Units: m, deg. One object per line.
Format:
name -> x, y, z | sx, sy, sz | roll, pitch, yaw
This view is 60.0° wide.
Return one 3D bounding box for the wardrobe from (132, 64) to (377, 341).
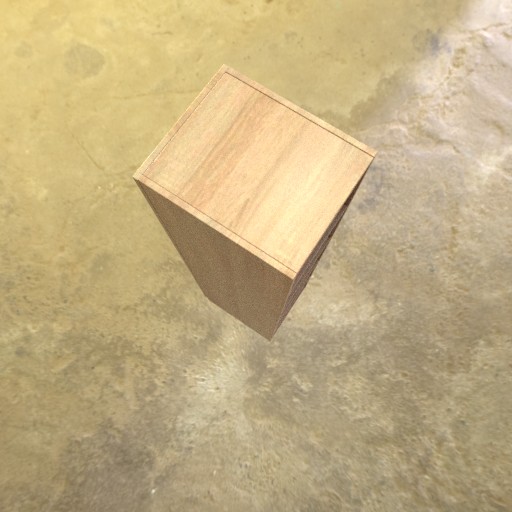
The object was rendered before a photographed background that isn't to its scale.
wardrobe -> 0.000, 0.000, 2.396 | 0.588, 2.117, 0.496 | 33, 77, 9
